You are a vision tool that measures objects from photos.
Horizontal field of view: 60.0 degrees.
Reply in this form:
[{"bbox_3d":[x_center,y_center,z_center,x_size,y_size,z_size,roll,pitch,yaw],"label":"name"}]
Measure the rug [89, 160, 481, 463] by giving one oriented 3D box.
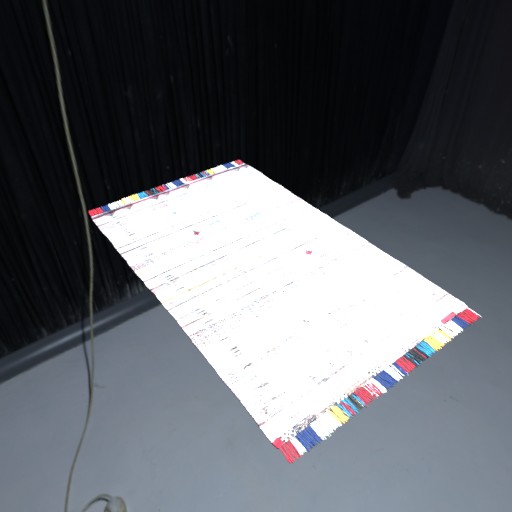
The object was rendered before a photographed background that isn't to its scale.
[{"bbox_3d":[0.000,0.000,2.987,1.465,0.012,2.465,-25,45,-28],"label":"rug"}]
